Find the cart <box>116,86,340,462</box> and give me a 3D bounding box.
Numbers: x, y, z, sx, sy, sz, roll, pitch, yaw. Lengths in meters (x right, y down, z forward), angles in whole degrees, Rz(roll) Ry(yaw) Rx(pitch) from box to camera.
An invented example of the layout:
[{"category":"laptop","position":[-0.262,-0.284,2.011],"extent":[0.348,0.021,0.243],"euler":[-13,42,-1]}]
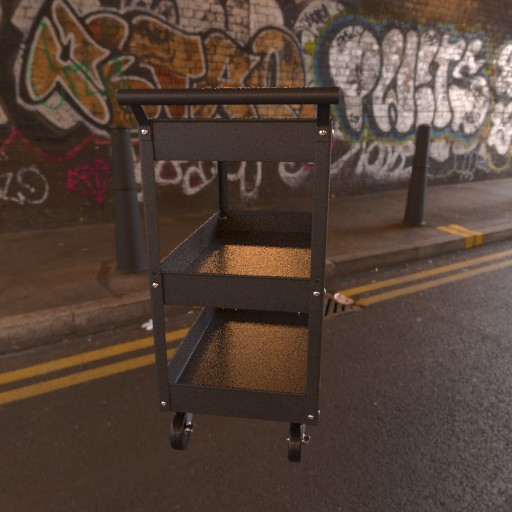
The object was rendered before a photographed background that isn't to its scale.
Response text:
[{"category":"cart","position":[0.000,0.000,1.160],"extent":[0.366,0.780,0.719],"euler":[2,17,8]}]
